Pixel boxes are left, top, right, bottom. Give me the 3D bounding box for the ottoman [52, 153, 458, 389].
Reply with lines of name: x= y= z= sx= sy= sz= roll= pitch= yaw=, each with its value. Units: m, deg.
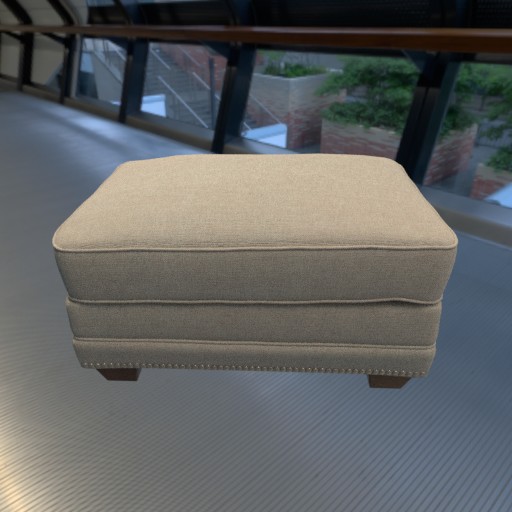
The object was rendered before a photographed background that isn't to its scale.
ottoman: x=0.000 y=0.000 z=1.150 sx=0.813 sy=0.458 sz=0.559 roll=1 pitch=29 yaw=2
